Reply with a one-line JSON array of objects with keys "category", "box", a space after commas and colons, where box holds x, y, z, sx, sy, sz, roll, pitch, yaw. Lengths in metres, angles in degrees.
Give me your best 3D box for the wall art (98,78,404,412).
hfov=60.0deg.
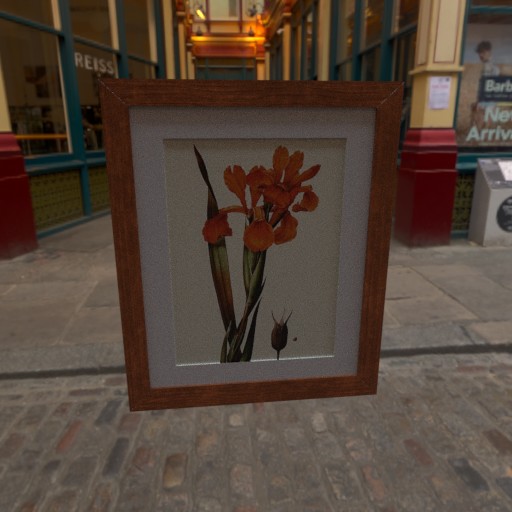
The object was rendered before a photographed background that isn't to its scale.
[{"category": "wall art", "box": [0.000, 0.000, 0.769, 0.467, 0.567, 0.033, -2, 17, -6]}]
